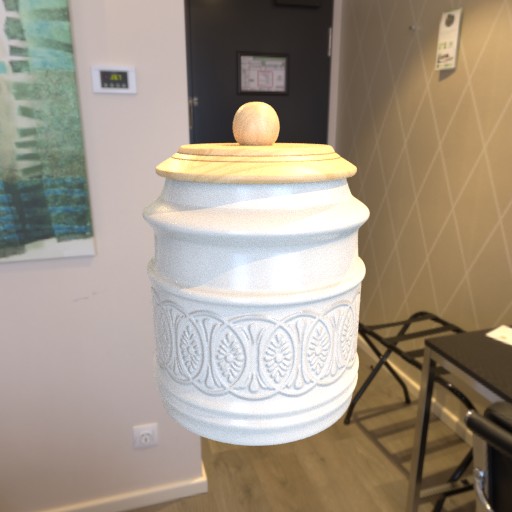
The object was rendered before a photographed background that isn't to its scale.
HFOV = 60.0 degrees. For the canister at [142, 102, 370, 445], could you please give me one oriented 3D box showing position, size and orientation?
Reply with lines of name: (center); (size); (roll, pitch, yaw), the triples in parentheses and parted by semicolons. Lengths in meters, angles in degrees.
canister: (0.000, 0.000, 0.268); (0.130, 0.176, 0.130); (0, 16, 0)
